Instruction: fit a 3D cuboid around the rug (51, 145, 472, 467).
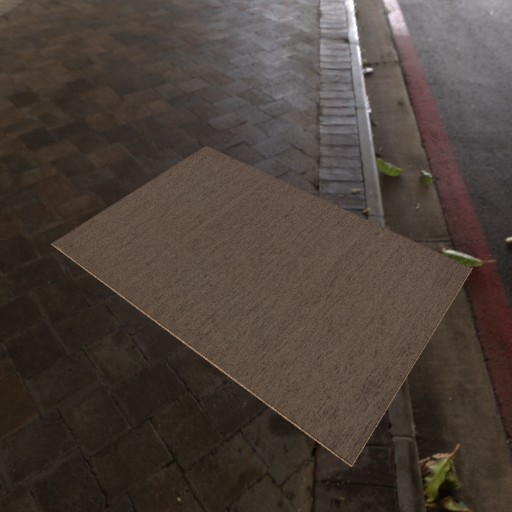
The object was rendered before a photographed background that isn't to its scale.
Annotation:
[{"bbox_3d":[0.000,0.000,2.319,1.840,0.013,1.225,30,53,25],"label":"rug"}]
